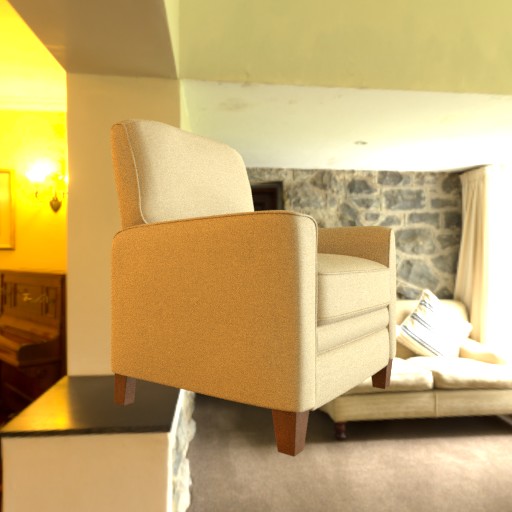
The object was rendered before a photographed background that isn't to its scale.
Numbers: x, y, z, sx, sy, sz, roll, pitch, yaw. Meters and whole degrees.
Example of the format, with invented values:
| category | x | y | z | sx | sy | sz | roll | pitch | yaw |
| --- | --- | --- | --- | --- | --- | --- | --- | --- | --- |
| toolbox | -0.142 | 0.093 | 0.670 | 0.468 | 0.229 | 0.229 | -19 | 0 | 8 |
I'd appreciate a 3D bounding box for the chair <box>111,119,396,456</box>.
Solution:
| category | x | y | z | sx | sy | sz | roll | pitch | yaw |
| --- | --- | --- | --- | --- | --- | --- | --- | --- | --- |
| chair | 0.000 | 0.000 | 1.648 | 0.858 | 1.023 | 0.841 | 0 | 0 | 35 |
